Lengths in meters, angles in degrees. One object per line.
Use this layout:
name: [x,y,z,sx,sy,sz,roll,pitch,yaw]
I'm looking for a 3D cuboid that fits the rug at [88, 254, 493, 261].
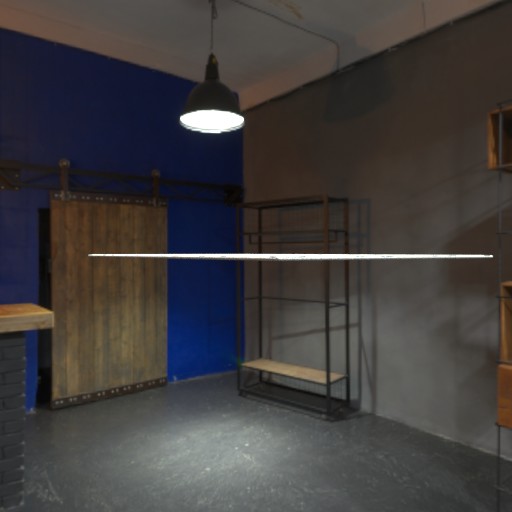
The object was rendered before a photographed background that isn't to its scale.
rug: [0.000,0.000,2.950,1.521,0.017,2.365,0,0,-36]
